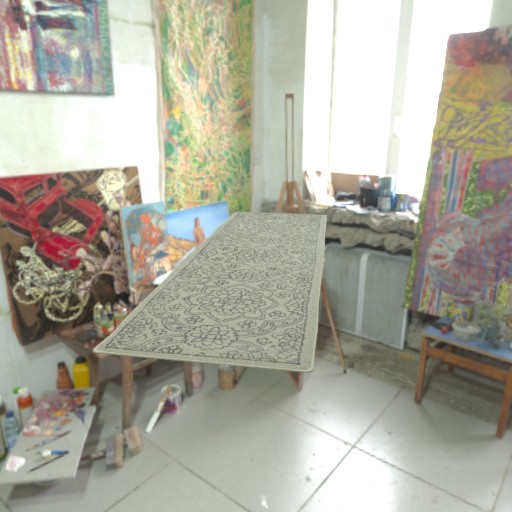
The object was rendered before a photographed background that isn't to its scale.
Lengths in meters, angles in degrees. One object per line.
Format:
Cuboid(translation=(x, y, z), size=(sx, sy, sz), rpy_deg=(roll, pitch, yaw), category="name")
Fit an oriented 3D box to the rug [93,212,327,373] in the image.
Cuboid(translation=(0.000, 0.000, 2.662), size=(0.806, 0.006, 2.431), rpy_deg=(3, 18, 9), category="rug")
